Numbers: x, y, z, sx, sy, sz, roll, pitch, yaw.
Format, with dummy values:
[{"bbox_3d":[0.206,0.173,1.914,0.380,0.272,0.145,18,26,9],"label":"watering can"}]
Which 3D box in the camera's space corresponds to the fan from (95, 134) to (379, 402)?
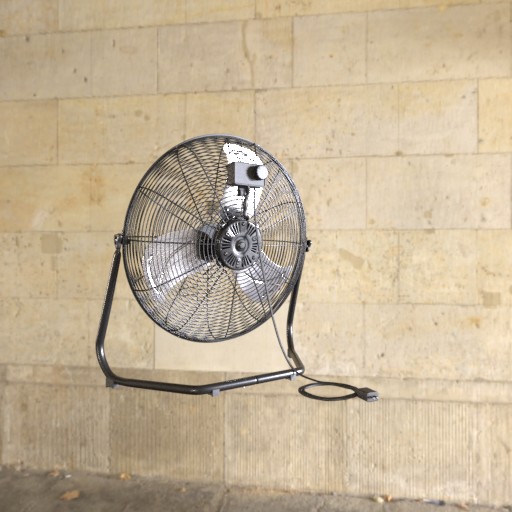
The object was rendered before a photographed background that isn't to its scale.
[{"bbox_3d":[0.000,0.000,1.021,0.595,0.605,0.470,0,-1,-35],"label":"fan"}]
